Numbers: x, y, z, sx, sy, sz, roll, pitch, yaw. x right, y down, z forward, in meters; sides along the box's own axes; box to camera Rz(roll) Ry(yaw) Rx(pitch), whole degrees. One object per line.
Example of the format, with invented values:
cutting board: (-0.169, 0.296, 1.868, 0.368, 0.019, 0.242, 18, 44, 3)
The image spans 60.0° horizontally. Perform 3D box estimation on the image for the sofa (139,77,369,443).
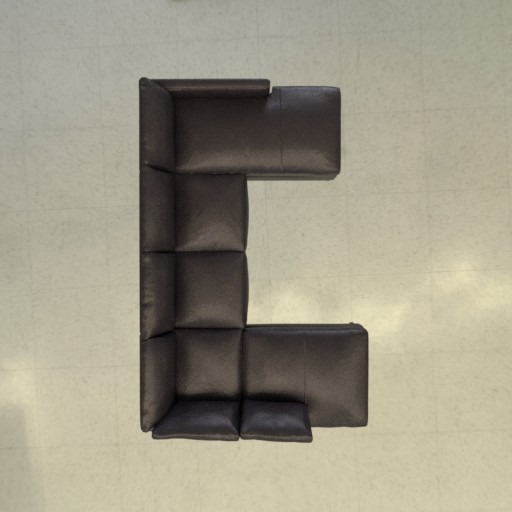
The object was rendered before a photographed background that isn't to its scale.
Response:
sofa: (0.000, 0.000, 3.859, 1.939, 0.900, 2.956, 0, 91, 1)
